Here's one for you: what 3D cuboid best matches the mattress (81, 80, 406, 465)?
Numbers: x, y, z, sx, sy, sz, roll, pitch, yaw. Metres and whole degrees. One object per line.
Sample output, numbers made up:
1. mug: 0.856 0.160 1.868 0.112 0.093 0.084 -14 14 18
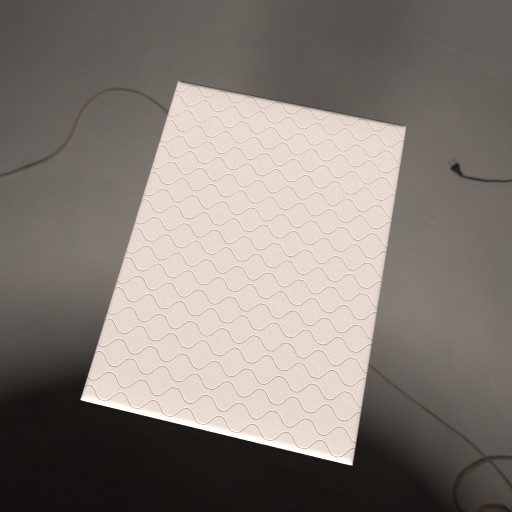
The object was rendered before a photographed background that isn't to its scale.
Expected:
1. mattress: 0.000 0.000 2.507 1.400 0.200 1.900 12 76 3
